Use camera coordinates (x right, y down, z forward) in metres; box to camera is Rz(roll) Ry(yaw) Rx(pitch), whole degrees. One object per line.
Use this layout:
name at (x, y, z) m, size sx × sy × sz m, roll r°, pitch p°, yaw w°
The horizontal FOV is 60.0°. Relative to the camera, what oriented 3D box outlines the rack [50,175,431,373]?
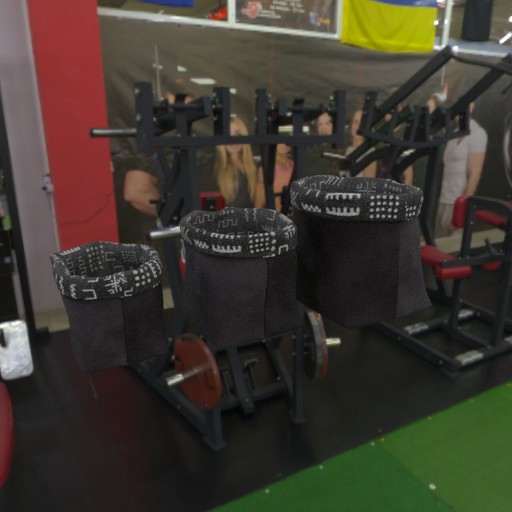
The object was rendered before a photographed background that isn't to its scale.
rack at (0.000, 0.000, 1.085) m, size 0.905 × 0.323 × 0.379 m, roll -9°, pitch 20°, yaw -25°
